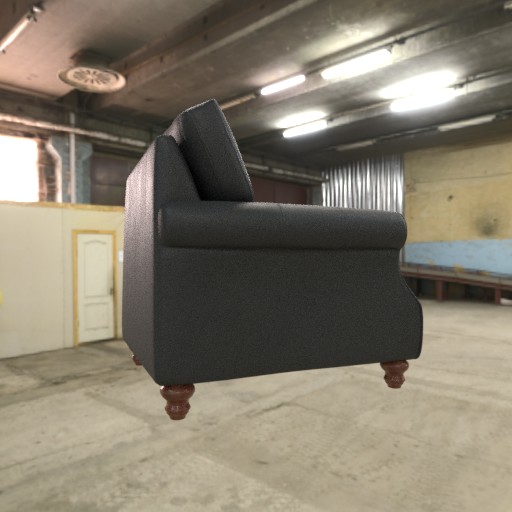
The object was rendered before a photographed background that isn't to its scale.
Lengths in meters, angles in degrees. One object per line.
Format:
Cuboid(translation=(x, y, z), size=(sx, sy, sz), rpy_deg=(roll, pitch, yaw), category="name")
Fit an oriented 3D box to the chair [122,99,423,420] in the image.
Cuboid(translation=(0.000, 0.000, 1.799), size=(1.027, 0.960, 1.015), rpy_deg=(0, 0, -18), category="chair")
